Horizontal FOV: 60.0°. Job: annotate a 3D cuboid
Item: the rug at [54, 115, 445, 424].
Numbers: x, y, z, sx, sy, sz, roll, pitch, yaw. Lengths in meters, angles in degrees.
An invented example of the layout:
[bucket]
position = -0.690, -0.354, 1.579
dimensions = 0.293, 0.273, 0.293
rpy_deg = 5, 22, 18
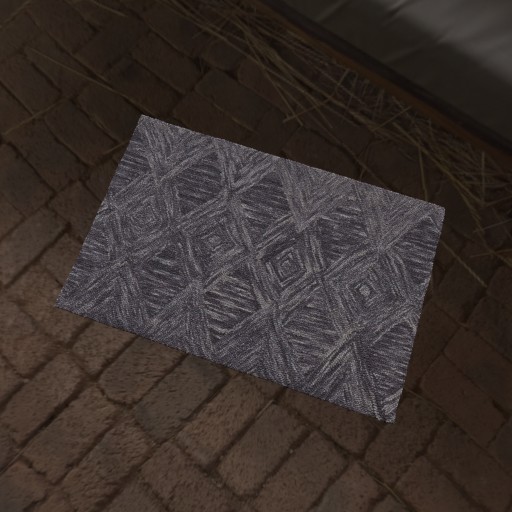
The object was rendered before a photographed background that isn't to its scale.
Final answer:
[rug]
position = 0.000, 0.000, 2.368
dimensions = 1.814, 0.012, 1.186
rpy_deg = 18, 76, 5
